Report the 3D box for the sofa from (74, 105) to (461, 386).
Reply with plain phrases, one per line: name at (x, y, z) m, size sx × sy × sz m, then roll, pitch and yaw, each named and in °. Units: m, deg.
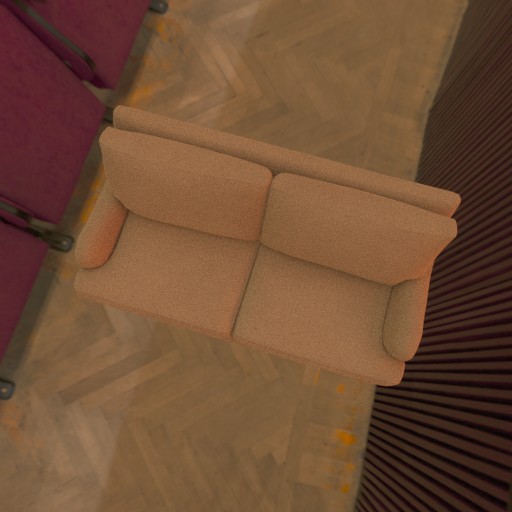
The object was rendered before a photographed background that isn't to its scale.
sofa at (0.000, 0.000, 2.736) m, size 2.070 × 0.997 × 1.091 m, roll 16°, pitch 76°, yaw 4°
